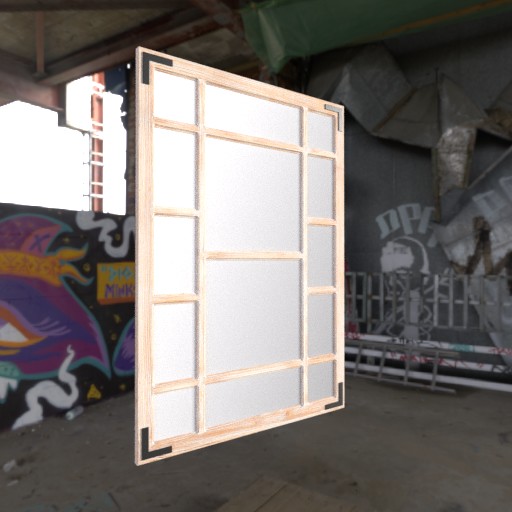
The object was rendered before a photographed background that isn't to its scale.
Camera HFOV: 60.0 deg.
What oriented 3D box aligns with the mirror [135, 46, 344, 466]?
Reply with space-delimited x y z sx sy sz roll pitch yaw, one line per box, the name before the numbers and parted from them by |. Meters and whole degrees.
mirror | 0.000 0.000 1.265 0.705 0.996 0.025 0 -1 -36
